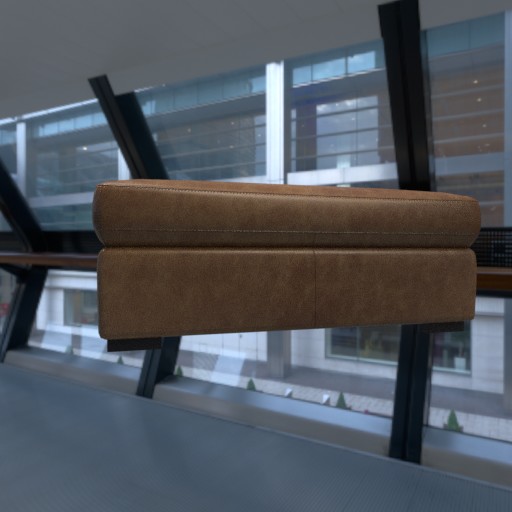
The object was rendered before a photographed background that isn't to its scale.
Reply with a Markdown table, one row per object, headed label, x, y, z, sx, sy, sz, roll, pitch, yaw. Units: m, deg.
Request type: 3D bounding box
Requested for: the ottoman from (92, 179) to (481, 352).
| label | x | y | z | sx | sy | sz | roll | pitch | yaw |
| --- | --- | --- | --- | --- | --- | --- | --- | --- | --- |
| ottoman | 0.000 | 0.000 | 1.802 | 1.169 | 0.483 | 1.168 | 0 | 1 | -16 |
